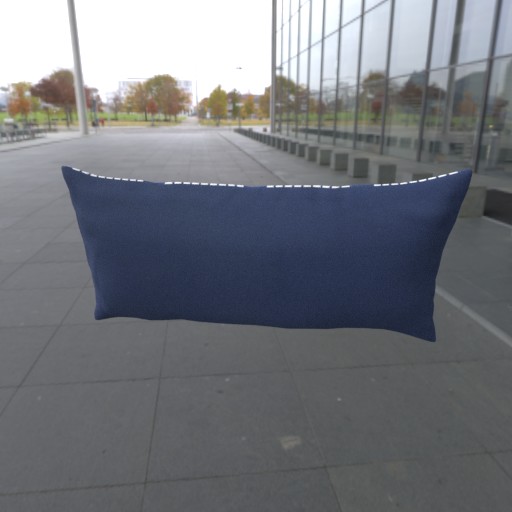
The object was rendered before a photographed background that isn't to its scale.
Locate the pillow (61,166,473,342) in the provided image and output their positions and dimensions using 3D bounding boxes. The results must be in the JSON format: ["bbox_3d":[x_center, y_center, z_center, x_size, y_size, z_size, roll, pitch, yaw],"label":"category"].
[{"bbox_3d":[0.000,0.000,0.719,0.608,0.292,0.156,2,18,7],"label":"pillow"}]
